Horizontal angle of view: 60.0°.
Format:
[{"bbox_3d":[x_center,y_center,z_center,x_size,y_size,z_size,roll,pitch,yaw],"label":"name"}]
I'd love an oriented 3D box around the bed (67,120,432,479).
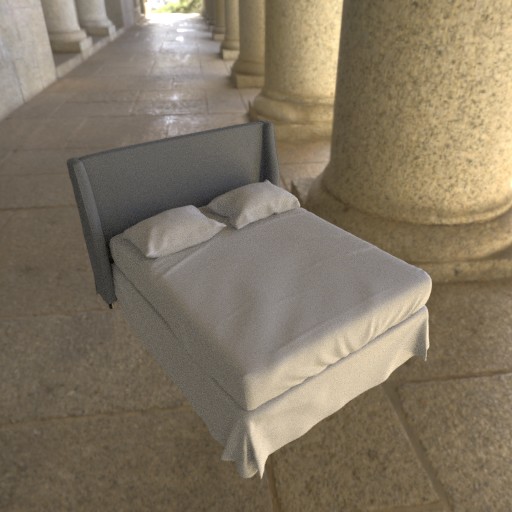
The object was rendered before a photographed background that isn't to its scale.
[{"bbox_3d":[0.000,0.000,3.386,1.925,1.332,2.276,-21,38,-30],"label":"bed"}]
